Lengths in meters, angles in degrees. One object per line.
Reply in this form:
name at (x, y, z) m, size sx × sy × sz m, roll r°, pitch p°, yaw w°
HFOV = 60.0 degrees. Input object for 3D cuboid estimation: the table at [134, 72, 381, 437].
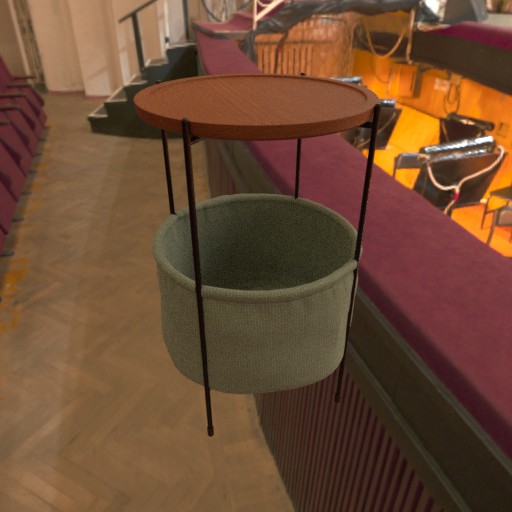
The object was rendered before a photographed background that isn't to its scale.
table at (0.000, 0.000, 0.876) m, size 0.400 × 0.623 × 0.400 m, roll -9°, pitch 33°, yaw -15°
